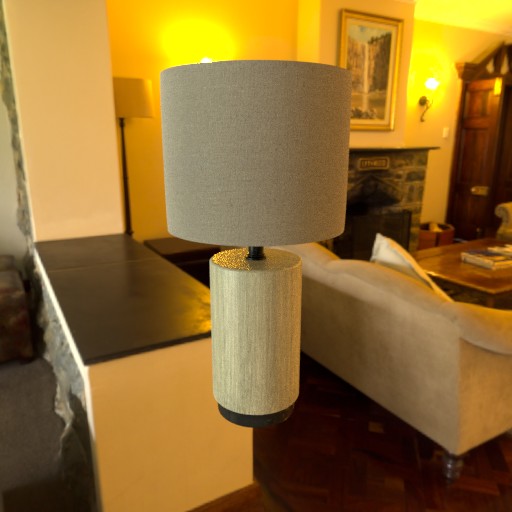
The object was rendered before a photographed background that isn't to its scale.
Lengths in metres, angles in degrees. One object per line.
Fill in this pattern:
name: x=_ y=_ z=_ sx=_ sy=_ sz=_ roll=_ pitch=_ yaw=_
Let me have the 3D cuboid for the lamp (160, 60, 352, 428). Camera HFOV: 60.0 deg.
lamp: x=0.000 y=0.000 z=0.587 sx=0.228 sy=0.444 sz=0.228 roll=3 pitch=15 yaw=10
